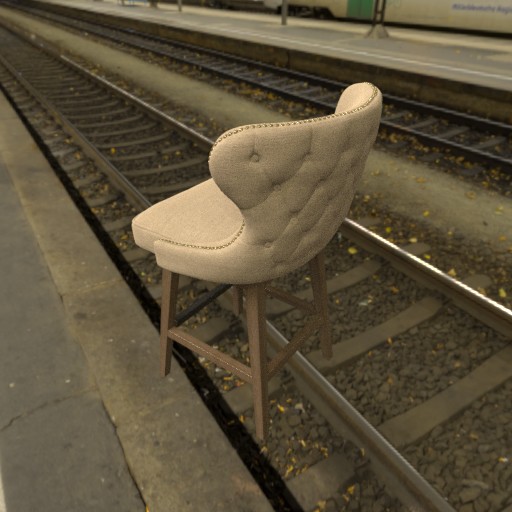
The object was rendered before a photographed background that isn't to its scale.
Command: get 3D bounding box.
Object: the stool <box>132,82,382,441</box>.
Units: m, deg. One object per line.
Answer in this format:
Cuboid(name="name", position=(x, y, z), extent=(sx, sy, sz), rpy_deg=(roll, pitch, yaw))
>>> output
Cuboid(name="stool", position=(0.000, 0.000, 1.354), extent=(0.597, 0.972, 0.615), rpy_deg=(21, 38, 30))
